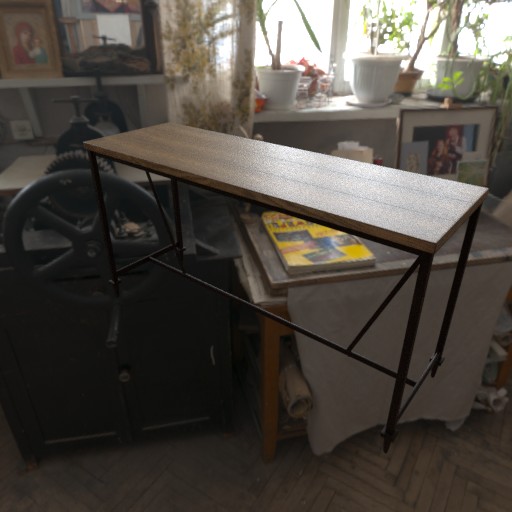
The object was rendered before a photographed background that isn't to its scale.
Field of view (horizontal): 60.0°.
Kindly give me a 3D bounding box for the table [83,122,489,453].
[{"bbox_3d":[0.000,0.000,2.073,1.700,0.902,0.551,21,35,33],"label":"table"}]
